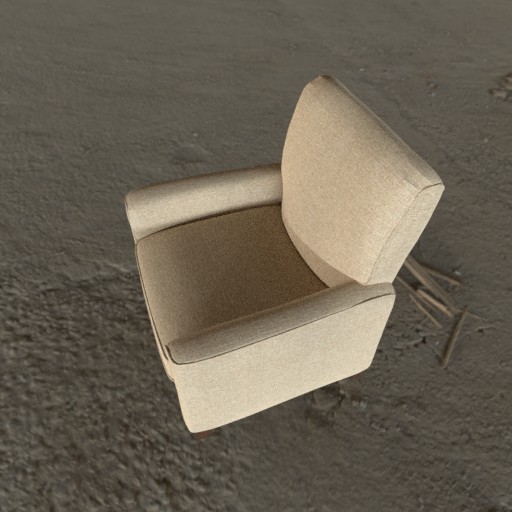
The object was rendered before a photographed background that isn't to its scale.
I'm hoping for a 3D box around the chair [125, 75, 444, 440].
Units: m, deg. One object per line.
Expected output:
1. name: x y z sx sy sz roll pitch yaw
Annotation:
1. chair: 0.000 0.000 1.645 0.858 1.028 0.841 -16 50 -14
